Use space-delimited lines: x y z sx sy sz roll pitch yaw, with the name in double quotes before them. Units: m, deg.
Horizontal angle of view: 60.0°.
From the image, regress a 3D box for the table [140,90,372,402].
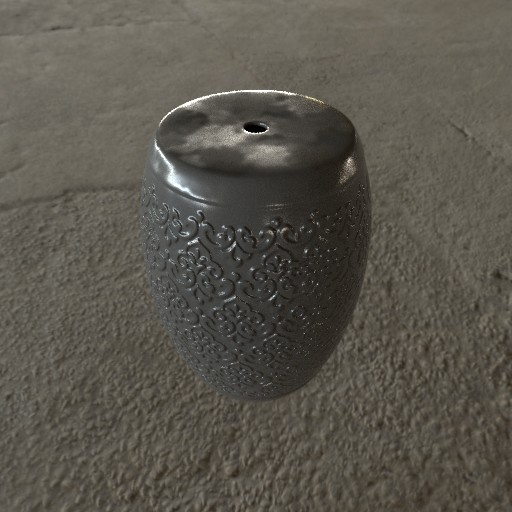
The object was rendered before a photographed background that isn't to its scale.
"table" 0.000 0.000 0.639 0.309 0.397 0.309 0 41 0
